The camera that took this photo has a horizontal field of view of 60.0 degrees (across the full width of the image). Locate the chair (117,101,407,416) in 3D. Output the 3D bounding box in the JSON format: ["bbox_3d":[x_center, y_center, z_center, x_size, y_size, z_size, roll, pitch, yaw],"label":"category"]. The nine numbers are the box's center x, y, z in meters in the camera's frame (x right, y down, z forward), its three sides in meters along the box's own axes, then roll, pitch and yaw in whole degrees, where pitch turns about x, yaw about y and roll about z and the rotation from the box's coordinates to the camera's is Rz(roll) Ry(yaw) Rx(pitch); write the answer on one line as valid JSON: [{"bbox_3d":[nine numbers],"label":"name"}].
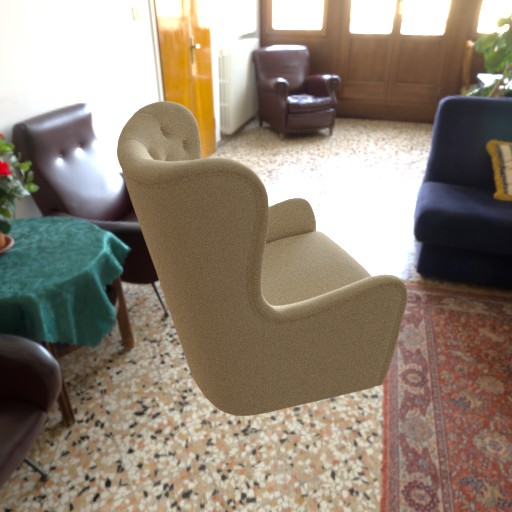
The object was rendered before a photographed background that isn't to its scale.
[{"bbox_3d":[0.000,0.000,1.767,0.929,1.079,0.831,-11,32,-17],"label":"chair"}]
